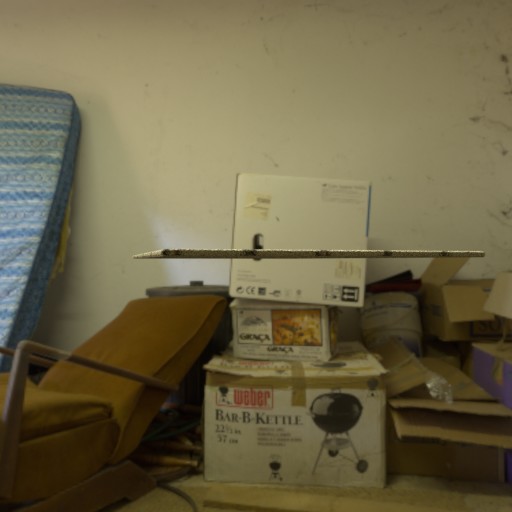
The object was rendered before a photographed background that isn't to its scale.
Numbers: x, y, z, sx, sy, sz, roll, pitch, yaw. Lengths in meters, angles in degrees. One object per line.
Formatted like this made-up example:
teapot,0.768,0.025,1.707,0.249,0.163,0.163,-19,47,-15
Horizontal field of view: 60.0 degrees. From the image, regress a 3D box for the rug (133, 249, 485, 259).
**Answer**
rug,0.000,0.000,3.034,1.524,0.030,2.438,0,-1,-18
